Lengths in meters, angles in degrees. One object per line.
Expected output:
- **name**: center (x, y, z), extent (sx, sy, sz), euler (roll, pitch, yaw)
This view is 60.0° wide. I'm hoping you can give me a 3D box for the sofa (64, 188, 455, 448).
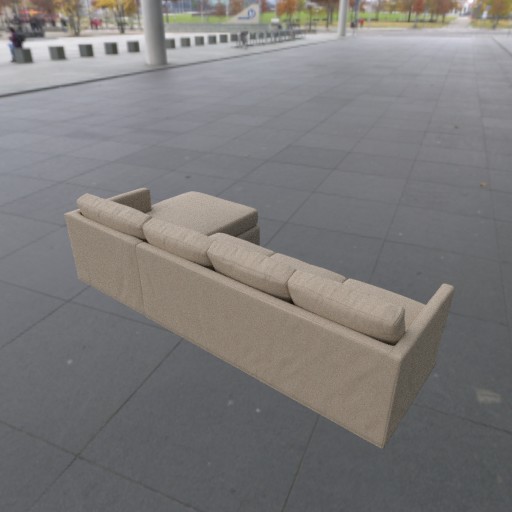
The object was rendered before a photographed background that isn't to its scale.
- **sofa**: center (0.000, 0.000, 3.823), extent (3.177, 0.867, 1.622), euler (20, 34, 33)
